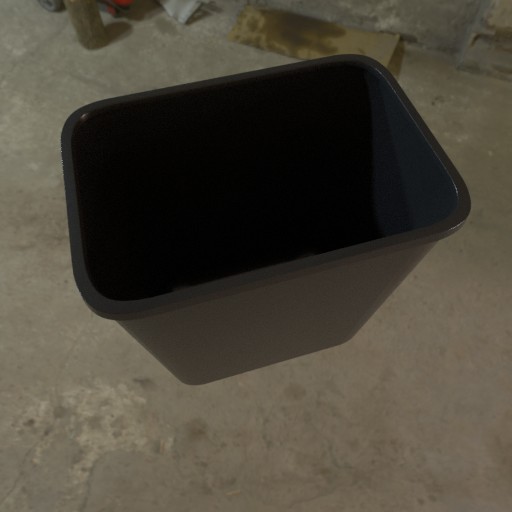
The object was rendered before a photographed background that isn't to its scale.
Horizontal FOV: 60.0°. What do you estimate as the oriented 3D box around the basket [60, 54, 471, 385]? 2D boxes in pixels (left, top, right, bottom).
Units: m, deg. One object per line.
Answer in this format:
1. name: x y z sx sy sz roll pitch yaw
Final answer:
1. basket: 0.000 0.000 0.486 0.300 0.307 0.211 -14 61 -8
